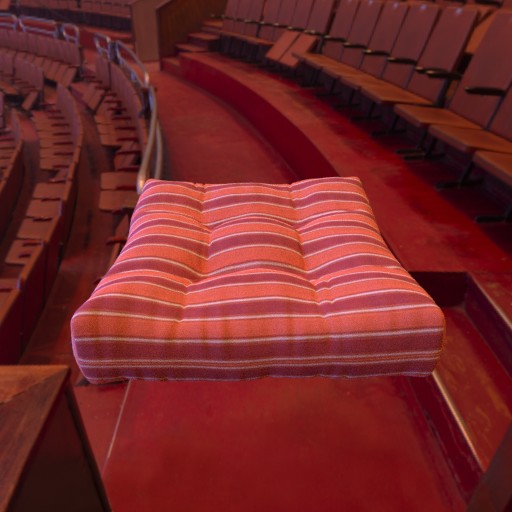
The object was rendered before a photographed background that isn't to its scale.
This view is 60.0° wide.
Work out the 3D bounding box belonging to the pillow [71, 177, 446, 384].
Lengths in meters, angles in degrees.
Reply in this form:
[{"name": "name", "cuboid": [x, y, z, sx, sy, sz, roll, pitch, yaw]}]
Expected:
[{"name": "pillow", "cuboid": [0.000, 0.000, 0.739, 0.468, 0.133, 0.490, -1, 31, -1]}]
